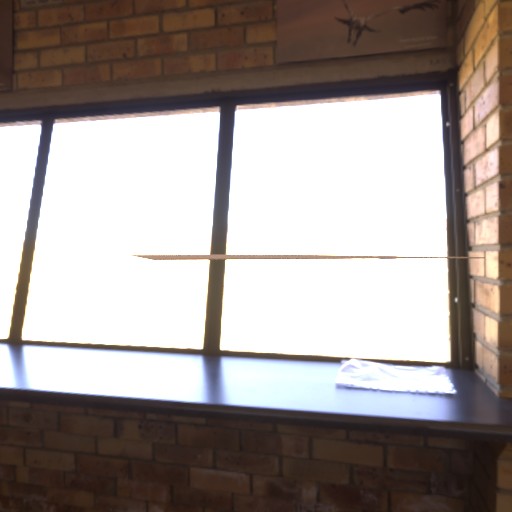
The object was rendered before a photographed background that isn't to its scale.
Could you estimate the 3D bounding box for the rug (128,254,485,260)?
[{"bbox_3d":[0.000,0.000,3.764,1.981,0.006,2.895,0,1,-18],"label":"rug"}]
